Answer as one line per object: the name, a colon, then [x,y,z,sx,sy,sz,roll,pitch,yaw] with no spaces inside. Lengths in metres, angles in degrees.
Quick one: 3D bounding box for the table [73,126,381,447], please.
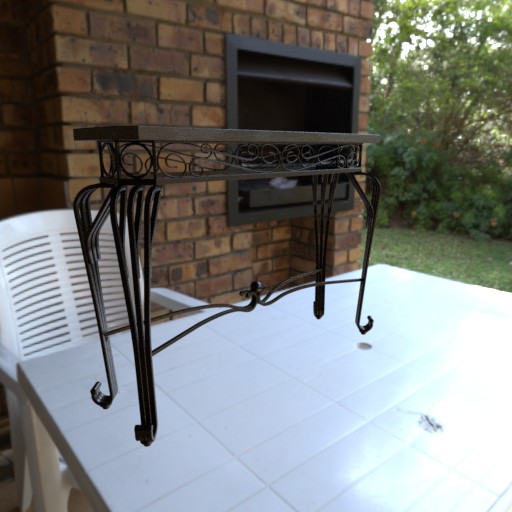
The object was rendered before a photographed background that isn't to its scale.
table: [0.000,0.000,1.492,1.112,0.800,0.329,-13,19,-43]
